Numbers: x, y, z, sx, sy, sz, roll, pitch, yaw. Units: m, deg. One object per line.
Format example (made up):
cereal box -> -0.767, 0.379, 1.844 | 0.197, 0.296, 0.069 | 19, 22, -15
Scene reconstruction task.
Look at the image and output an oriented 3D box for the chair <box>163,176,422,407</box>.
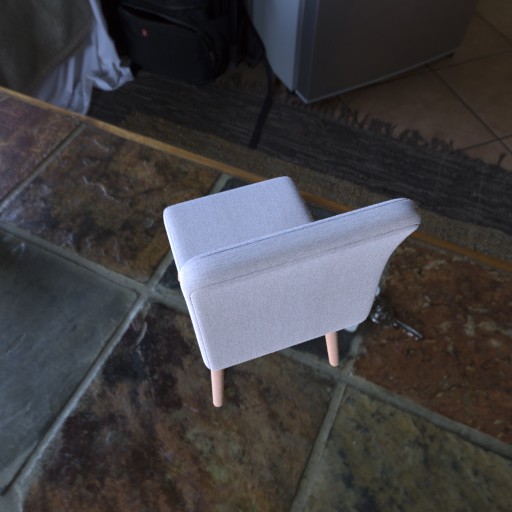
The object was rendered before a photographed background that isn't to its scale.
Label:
chair -> 0.000, 0.000, 1.174 | 0.435, 0.885, 0.550 | -16, 60, -10
